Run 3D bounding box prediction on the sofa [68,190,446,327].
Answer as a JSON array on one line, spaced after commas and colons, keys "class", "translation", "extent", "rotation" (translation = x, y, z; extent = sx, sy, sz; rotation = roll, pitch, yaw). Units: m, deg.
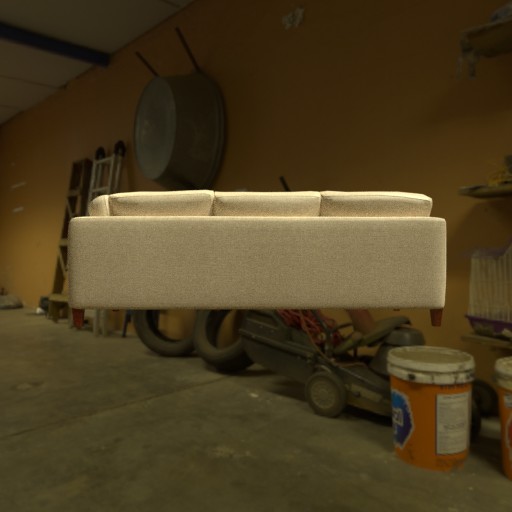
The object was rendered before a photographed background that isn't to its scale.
[{"class": "sofa", "translation": [0.000, 0.000, 4.599], "extent": [2.593, 0.947, 3.302], "rotation": [0, 0, -1]}]
